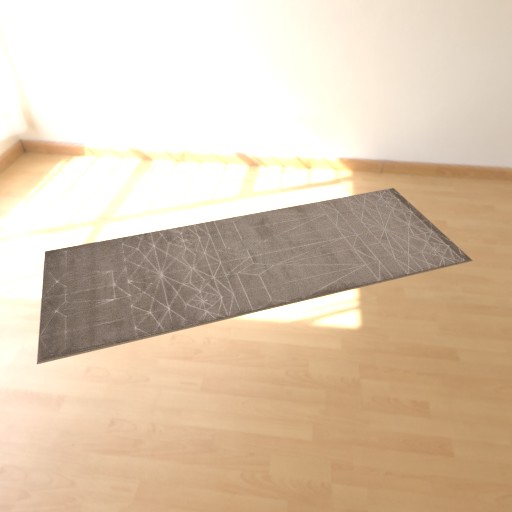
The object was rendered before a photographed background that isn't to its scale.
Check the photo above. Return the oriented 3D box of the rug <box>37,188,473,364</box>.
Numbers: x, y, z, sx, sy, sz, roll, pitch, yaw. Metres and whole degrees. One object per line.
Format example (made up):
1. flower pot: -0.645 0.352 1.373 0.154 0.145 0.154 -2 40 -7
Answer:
1. rug: 0.000 0.000 2.629 2.388 0.012 0.864 -12 41 -14
